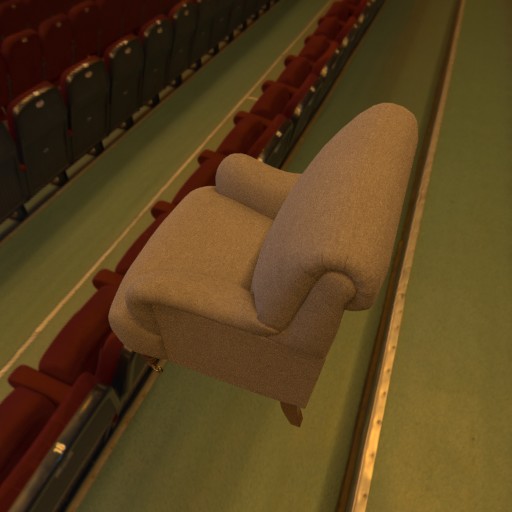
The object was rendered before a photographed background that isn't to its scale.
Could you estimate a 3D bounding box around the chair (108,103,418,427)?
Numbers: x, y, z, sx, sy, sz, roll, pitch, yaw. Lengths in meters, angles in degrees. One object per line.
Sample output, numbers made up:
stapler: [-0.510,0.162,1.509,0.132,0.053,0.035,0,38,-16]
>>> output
chair: [0.000,0.000,1.546,0.843,0.942,0.766,15,48,14]
